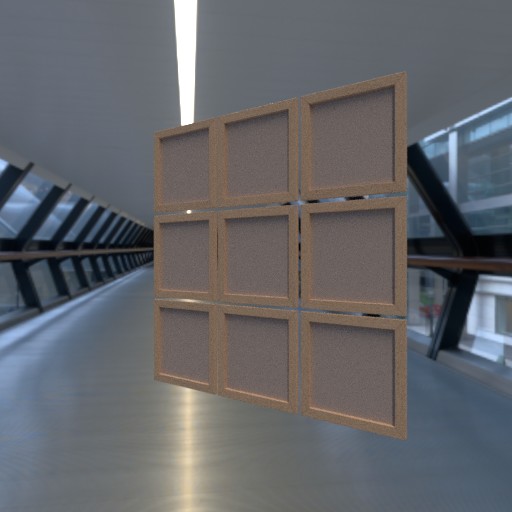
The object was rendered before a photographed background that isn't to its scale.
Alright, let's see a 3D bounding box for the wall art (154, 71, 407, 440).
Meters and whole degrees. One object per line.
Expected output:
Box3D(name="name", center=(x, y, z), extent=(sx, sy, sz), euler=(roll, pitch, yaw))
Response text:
Box3D(name="wall art", center=(0.000, 0.000, 1.365), extent=(0.917, 0.910, 0.012), euler=(0, 0, 36))
